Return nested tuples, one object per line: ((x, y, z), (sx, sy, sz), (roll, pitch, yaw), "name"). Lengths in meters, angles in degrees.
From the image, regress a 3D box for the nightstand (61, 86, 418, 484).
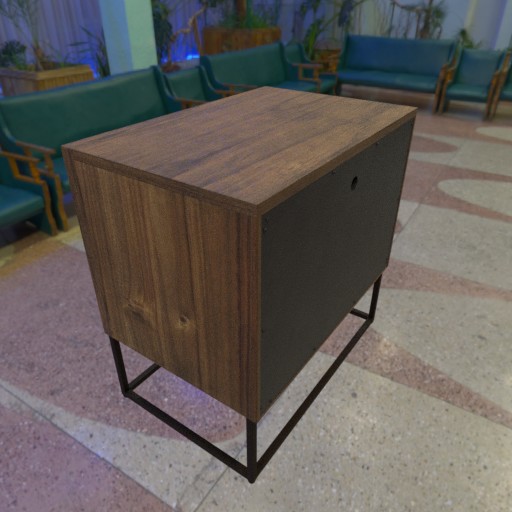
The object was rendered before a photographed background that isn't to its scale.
((0.000, 0.000, 1.022), (0.437, 0.610, 0.610), (20, 37, 29), "nightstand")
